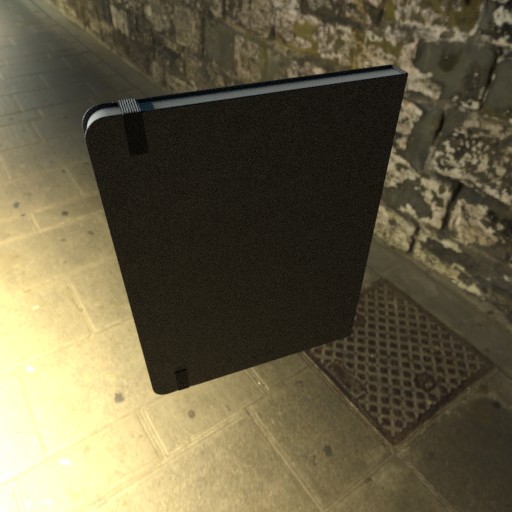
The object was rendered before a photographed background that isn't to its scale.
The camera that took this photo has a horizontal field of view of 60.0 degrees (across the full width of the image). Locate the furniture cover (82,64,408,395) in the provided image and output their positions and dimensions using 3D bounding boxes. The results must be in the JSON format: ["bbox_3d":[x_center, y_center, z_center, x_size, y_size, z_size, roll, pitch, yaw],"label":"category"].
[{"bbox_3d":[0.000,0.000,0.372,0.216,0.281,0.023,-14,43,-16],"label":"furniture cover"}]
